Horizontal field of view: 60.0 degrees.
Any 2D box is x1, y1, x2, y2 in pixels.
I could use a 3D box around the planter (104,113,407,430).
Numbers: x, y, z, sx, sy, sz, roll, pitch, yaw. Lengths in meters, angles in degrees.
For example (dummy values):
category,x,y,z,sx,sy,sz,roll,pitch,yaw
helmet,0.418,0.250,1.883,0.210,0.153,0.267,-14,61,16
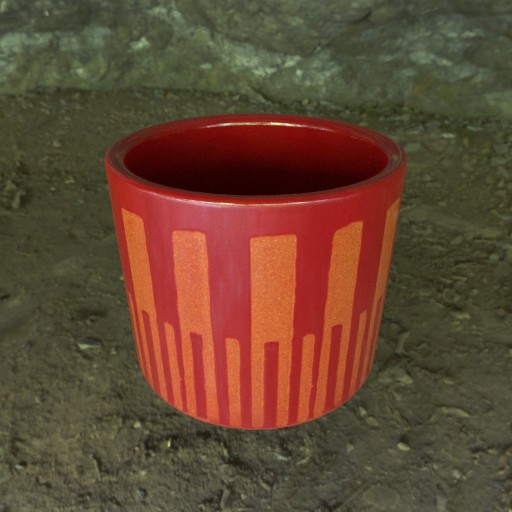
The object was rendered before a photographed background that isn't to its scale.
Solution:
category,x,y,z,sx,sy,sz,roll,pitch,yaw
planter,0.000,0.000,0.397,0.230,0.202,0.230,0,30,0
